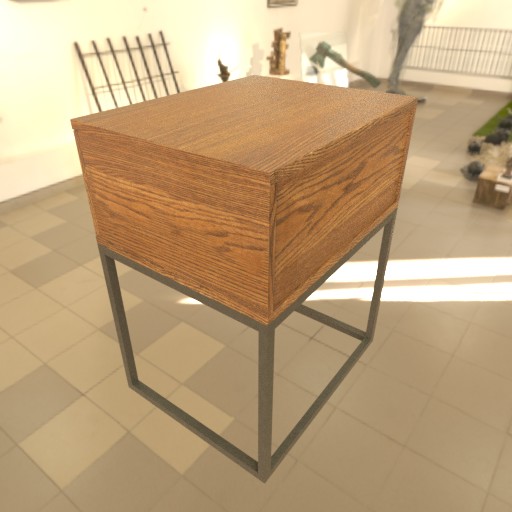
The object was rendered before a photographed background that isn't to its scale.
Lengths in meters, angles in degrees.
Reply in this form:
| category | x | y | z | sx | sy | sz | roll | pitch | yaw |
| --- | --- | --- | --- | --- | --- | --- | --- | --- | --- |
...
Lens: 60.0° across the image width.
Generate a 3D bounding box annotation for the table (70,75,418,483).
| category | x | y | z | sx | sy | sz | roll | pitch | yaw |
| --- | --- | --- | --- | --- | --- | --- | --- | --- | --- |
| table | 0.000 | 0.000 | 0.928 | 0.400 | 0.610 | 0.482 | 22 | 38 | 31 |
